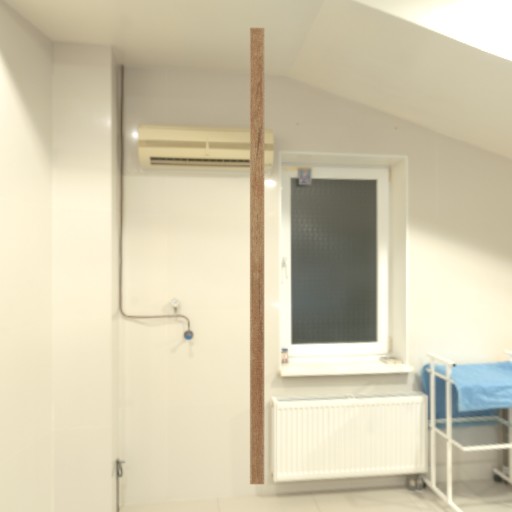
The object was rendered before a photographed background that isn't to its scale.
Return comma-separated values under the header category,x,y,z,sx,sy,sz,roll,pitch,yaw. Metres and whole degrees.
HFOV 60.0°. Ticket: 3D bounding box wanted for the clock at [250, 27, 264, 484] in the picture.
category,x,y,z,sx,sy,sz,roll,pitch,yaw
clock,0.000,0.000,1.116,0.030,0.965,0.361,0,0,-1
